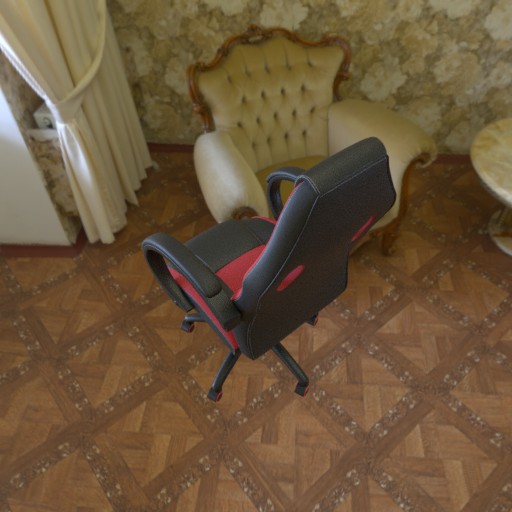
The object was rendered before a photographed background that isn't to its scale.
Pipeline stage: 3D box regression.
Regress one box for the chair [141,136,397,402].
[{"bbox_3d":[0.000,0.000,1.644,0.673,1.187,0.724,-32,54,-27],"label":"chair"}]
